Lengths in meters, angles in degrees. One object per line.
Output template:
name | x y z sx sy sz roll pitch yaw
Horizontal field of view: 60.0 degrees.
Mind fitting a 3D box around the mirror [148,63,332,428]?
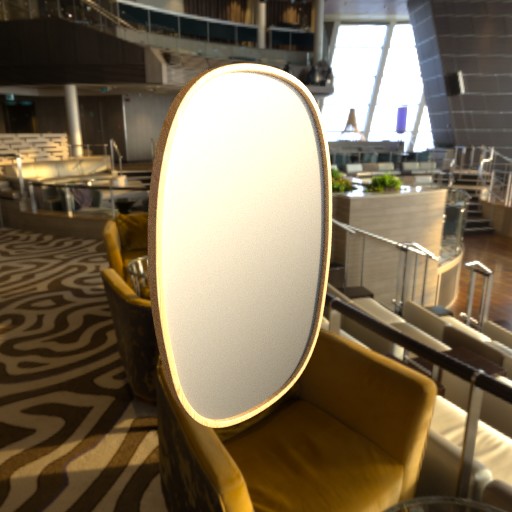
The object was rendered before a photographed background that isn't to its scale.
mirror | 0.000 0.000 1.346 0.724 1.075 0.037 -15 21 -43
